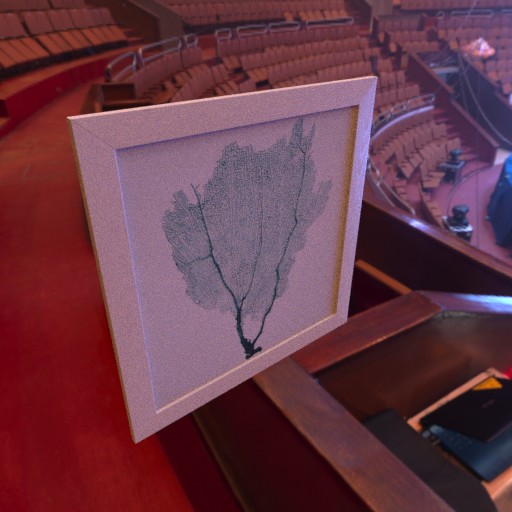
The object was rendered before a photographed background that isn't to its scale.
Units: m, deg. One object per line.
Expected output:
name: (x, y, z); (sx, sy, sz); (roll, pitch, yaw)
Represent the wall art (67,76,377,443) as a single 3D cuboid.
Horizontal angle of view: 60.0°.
wall art: (0.000, 0.000, 0.823); (0.572, 0.577, 0.015); (-21, 36, -33)
